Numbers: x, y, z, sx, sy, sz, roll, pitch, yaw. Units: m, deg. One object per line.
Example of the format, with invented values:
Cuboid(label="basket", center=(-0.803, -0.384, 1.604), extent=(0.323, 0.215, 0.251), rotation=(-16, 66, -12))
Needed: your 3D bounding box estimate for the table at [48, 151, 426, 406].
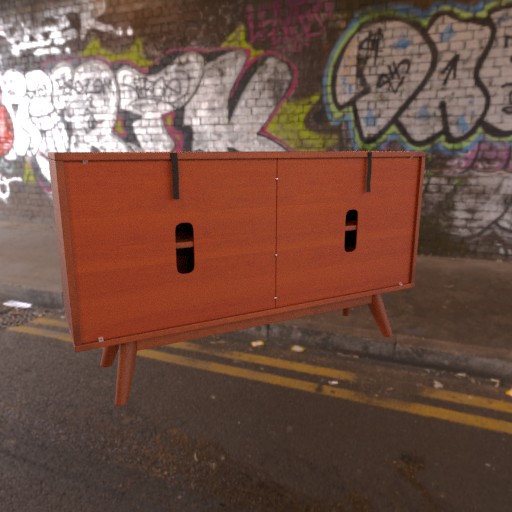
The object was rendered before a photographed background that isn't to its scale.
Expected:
Cuboid(label="table", center=(0.000, 0.000, 1.522), extent=(1.220, 0.698, 0.308), rotation=(-7, 15, -27))
